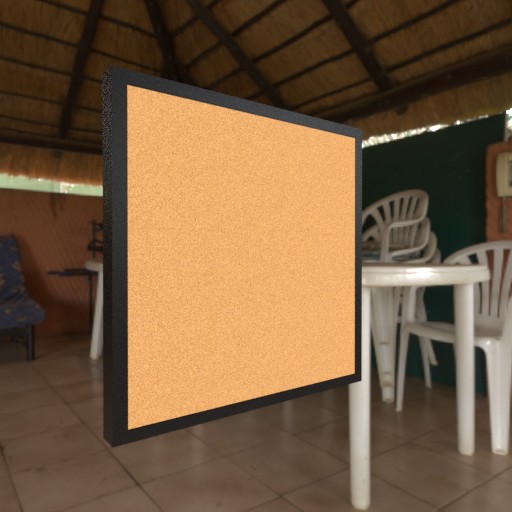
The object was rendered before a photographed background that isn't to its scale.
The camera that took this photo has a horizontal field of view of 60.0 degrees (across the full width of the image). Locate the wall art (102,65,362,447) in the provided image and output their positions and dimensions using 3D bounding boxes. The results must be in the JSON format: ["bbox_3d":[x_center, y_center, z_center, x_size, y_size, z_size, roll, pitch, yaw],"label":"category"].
[{"bbox_3d":[0.000,0.000,0.754,0.506,0.506,0.038,0,1,-37],"label":"wall art"}]
